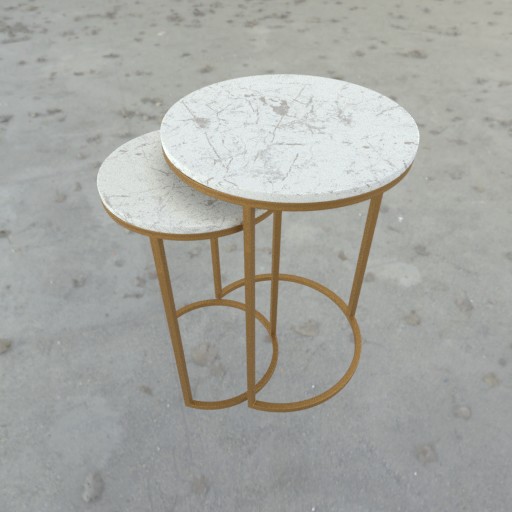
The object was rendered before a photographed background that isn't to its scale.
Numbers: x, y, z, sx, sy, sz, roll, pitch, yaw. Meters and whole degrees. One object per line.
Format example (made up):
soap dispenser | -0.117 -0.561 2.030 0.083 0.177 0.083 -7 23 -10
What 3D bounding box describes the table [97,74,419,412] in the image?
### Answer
table | 0.000 0.000 0.876 0.507 0.550 0.400 -11 44 -12
